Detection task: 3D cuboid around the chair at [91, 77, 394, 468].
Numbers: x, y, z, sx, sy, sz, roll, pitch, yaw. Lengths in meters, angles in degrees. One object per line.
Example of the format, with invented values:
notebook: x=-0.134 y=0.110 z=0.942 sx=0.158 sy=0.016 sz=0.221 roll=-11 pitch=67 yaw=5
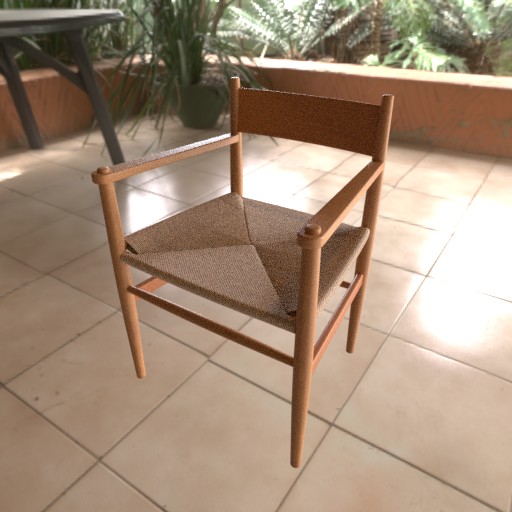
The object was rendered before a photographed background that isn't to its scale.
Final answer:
chair: x=0.000 y=0.000 z=1.134 sx=0.556 sy=0.762 sz=0.495 roll=19 pitch=36 yaw=28
